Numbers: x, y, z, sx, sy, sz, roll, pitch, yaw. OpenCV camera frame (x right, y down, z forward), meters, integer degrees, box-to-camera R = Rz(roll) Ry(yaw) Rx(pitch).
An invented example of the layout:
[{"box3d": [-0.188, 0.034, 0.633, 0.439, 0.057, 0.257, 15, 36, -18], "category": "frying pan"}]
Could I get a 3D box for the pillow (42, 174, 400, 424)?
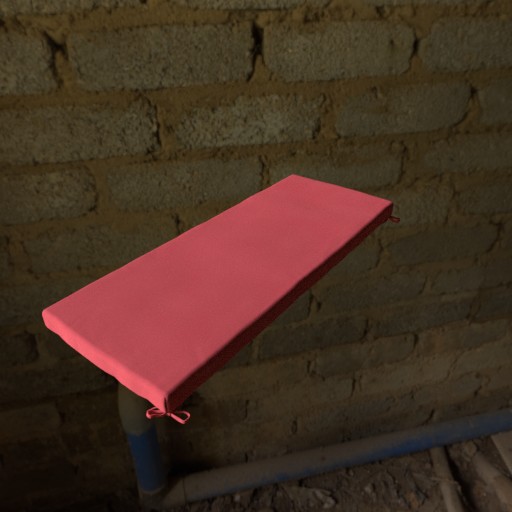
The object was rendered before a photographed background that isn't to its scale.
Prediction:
[{"box3d": [0.000, 0.000, 1.378, 0.492, 0.081, 1.187, 22, 39, 31], "category": "pillow"}]
